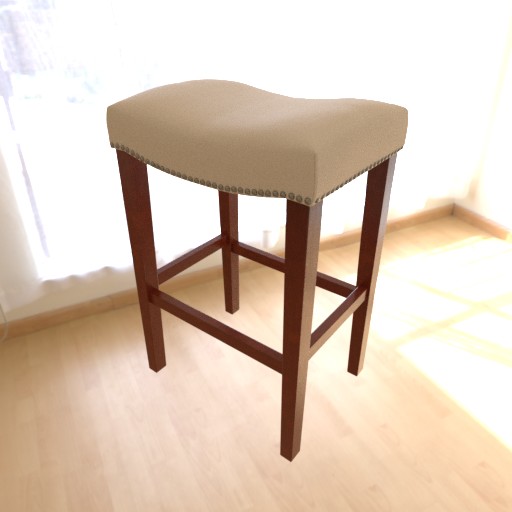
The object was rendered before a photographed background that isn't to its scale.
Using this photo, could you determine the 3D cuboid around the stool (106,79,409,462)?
[{"bbox_3d":[0.000,0.000,1.058,0.504,0.742,0.372,21,37,32],"label":"stool"}]
